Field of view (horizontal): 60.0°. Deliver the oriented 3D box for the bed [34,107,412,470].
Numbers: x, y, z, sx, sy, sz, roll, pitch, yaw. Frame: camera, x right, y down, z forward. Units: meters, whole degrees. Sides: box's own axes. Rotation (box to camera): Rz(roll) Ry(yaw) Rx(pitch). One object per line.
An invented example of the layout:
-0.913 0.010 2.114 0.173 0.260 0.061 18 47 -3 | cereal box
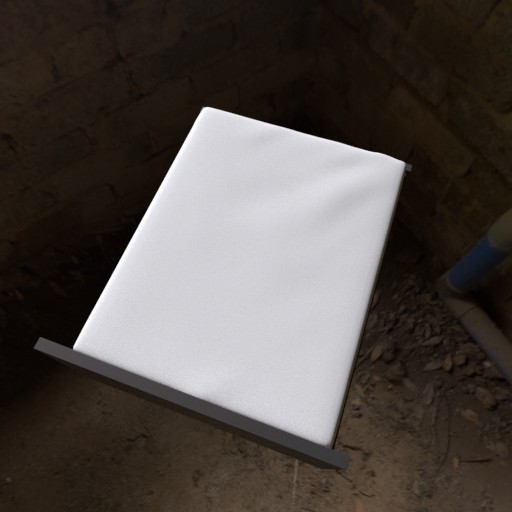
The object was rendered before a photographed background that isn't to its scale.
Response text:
0.000 0.000 2.914 1.634 0.808 2.103 18 66 8 | bed
